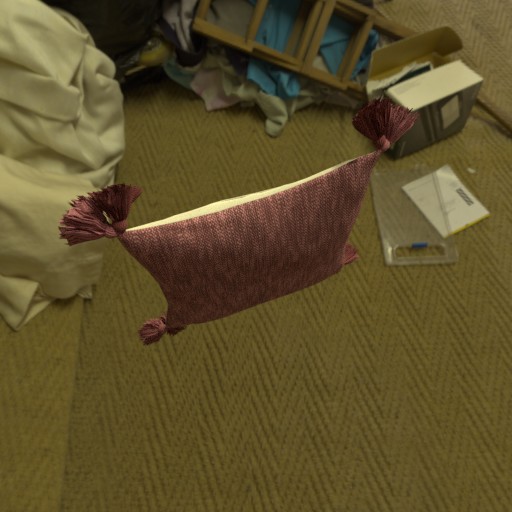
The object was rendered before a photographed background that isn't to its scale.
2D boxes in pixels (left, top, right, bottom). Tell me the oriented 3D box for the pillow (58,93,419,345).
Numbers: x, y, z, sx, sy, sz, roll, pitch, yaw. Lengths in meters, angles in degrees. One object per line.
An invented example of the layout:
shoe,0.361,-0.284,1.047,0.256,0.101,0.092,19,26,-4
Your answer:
pillow,0.000,0.000,0.947,0.641,0.659,0.138,-19,65,-9
